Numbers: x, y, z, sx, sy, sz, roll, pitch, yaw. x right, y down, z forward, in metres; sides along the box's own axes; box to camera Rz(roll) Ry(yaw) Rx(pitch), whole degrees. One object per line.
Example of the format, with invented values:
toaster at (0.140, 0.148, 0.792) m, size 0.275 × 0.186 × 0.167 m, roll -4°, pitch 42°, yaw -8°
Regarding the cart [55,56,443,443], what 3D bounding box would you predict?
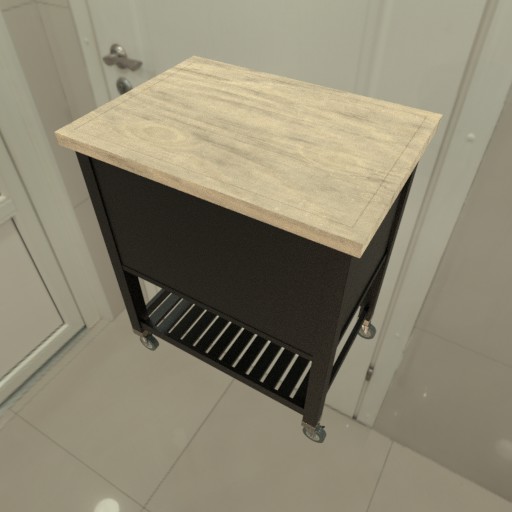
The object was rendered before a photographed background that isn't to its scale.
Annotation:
cart at (0.000, 0.000, 1.421) m, size 0.797 × 0.920 × 0.567 m, roll 22°, pitch 49°, yaw 21°
